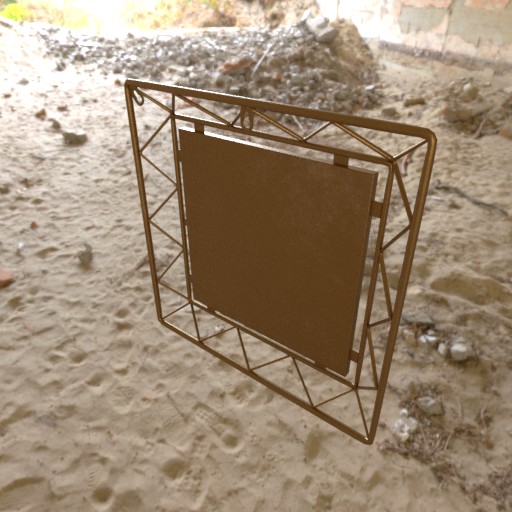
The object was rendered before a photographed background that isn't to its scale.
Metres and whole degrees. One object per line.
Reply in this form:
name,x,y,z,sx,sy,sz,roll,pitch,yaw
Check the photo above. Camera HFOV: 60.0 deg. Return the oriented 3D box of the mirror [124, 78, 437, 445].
mirror,0.000,0.000,0.595,0.416,0.414,0.046,22,37,32
